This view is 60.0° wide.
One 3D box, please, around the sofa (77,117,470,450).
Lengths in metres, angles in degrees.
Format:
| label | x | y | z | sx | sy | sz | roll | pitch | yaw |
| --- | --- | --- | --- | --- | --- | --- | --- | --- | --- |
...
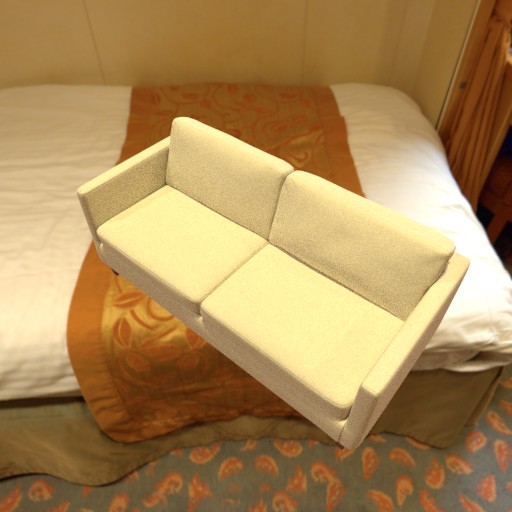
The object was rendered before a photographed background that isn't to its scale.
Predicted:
| label | x | y | z | sx | sy | sz | roll | pitch | yaw |
| --- | --- | --- | --- | --- | --- | --- | --- | --- | --- |
| sofa | 0.000 | 0.000 | 2.527 | 1.981 | 0.889 | 0.965 | 31 | 54 | 26 |
